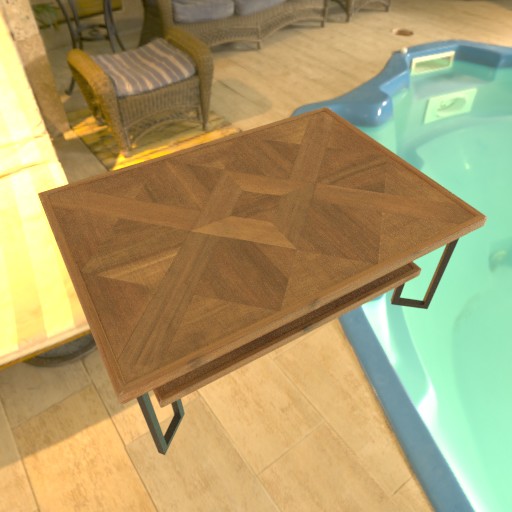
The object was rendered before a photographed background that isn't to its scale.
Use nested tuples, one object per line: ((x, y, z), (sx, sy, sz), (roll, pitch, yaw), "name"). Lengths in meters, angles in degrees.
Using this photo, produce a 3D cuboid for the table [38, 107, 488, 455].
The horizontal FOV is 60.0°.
((0.000, 0.000, 1.658), (1.238, 0.492, 0.877), (-23, 50, -21), "table")
